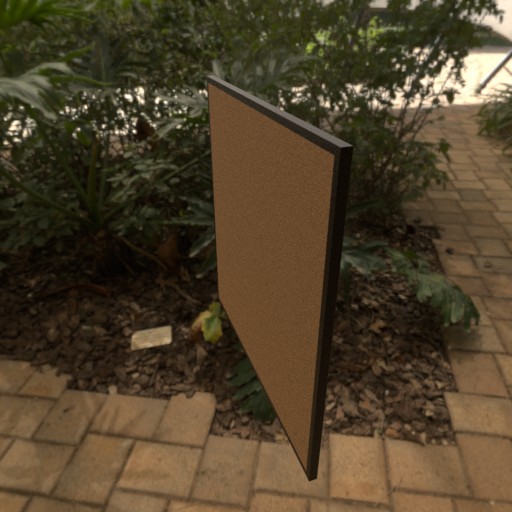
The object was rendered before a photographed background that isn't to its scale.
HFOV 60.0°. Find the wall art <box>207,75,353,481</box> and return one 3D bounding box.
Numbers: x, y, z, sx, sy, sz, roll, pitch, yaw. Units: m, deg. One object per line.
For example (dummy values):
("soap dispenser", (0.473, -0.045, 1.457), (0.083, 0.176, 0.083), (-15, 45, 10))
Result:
("wall art", (0.000, 0.000, 0.677), (0.012, 0.458, 0.457), (-10, 31, -17))
